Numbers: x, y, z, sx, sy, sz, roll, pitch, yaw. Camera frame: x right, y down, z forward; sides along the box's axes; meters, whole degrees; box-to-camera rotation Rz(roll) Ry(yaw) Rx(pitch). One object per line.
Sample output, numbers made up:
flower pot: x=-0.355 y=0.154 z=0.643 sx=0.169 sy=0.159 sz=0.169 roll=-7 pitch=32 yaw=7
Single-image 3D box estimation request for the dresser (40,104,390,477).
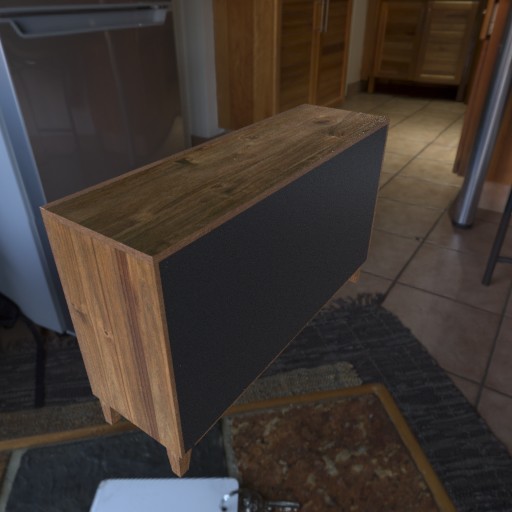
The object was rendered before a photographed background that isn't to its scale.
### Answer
dresser: x=0.000 y=0.000 z=1.791 sx=0.446 sy=0.873 sz=1.400 roll=21 pitch=38 yaw=29
